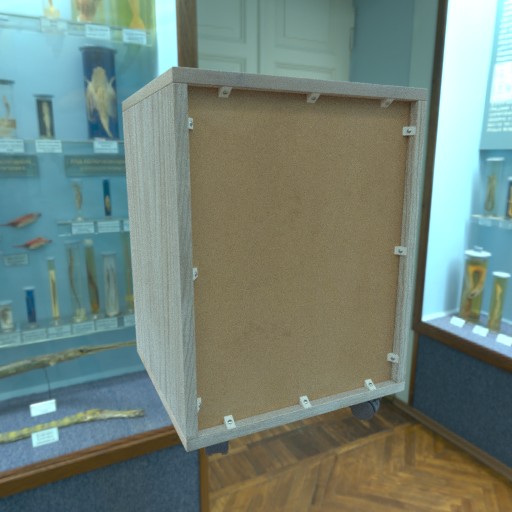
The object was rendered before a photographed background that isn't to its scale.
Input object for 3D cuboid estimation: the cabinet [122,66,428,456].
[{"bbox_3d":[0.000,0.000,0.850,0.409,0.579,0.401,-6,14,-25],"label":"cabinet"}]
